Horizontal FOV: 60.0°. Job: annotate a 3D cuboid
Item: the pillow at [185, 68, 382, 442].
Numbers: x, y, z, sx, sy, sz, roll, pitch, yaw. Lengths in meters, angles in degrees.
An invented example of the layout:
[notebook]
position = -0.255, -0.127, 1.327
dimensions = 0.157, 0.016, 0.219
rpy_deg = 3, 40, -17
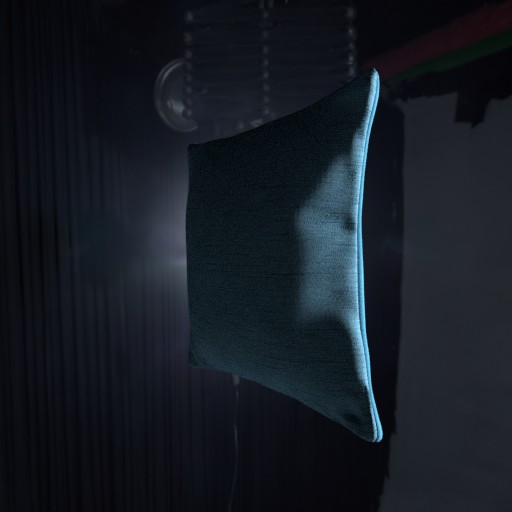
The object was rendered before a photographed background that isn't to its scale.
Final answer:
[pillow]
position = 0.000, 0.000, 0.653
dimensions = 0.151, 0.415, 0.433
rpy_deg = 0, 0, -37
